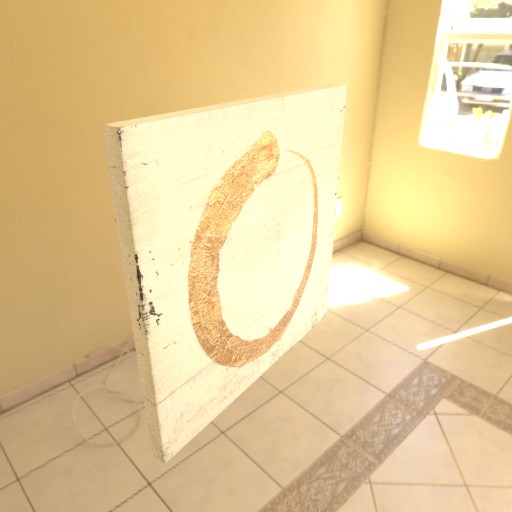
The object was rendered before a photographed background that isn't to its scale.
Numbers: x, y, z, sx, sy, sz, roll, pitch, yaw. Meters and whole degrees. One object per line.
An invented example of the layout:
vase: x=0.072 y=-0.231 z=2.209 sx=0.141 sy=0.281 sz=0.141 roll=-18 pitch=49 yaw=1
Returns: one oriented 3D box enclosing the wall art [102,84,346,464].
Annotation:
wall art: x=0.000 y=0.000 z=0.908 sx=0.040 sy=0.611 sz=0.610 roll=19 pitch=33 yaw=33
